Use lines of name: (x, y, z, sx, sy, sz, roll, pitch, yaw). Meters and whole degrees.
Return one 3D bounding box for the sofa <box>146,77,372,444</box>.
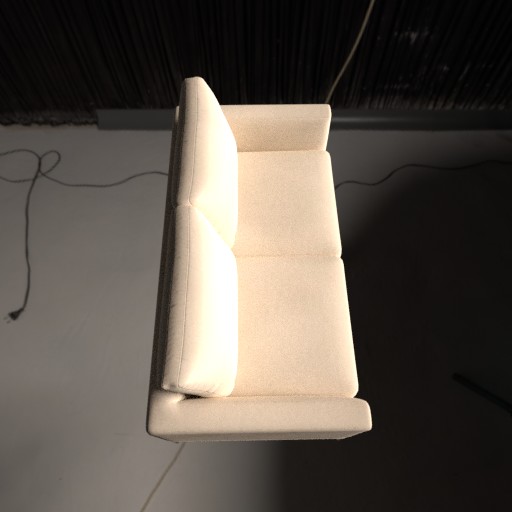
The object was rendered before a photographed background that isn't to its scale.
sofa: (0.000, 0.000, 2.285, 0.906, 0.995, 1.739, -1, 62, 0)
